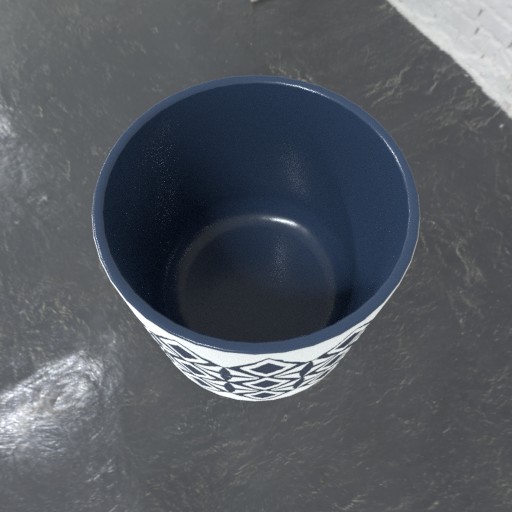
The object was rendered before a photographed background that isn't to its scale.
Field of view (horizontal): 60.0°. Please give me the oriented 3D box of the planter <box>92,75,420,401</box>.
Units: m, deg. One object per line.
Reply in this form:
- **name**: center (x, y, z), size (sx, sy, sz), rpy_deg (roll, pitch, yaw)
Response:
- **planter**: center (0.000, 0.000, 0.320), size (0.182, 0.165, 0.182), rpy_deg (0, 64, 0)
